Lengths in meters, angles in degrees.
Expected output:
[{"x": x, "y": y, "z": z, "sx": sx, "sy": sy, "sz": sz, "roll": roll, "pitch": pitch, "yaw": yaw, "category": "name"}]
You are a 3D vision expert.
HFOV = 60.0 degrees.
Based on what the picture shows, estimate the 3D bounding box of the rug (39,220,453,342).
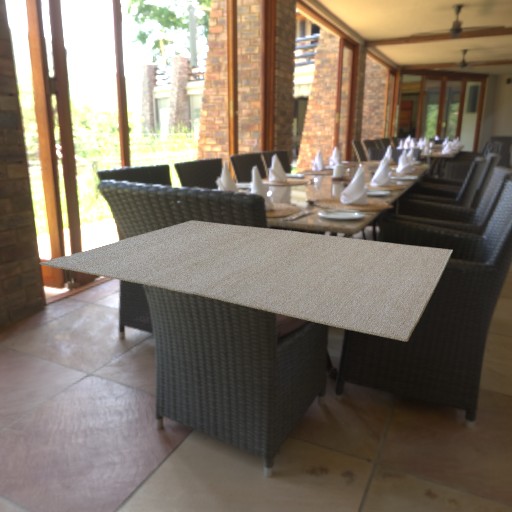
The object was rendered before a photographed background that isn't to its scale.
[{"x": 0.000, "y": 0.000, "z": 3.732, "sx": 2.869, "sy": 0.038, "sz": 2.032, "roll": 8, "pitch": 18, "yaw": 28, "category": "rug"}]
